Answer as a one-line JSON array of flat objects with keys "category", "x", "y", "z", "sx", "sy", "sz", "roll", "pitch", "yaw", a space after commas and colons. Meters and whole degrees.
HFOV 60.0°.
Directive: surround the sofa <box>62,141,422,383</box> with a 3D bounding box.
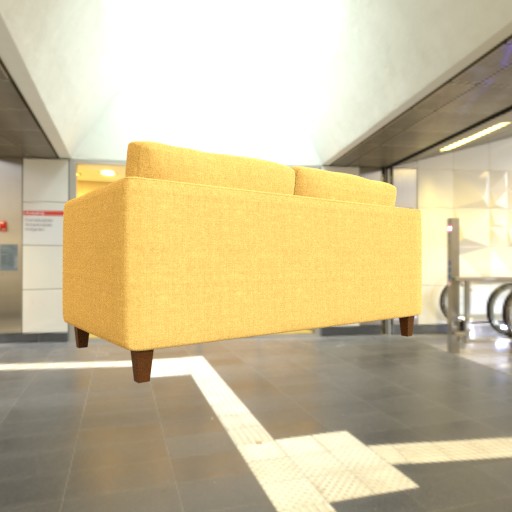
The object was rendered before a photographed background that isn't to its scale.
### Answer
[{"category": "sofa", "x": 0.000, "y": 0.000, "z": 2.519, "sx": 1.884, "sy": 0.963, "sz": 0.950, "roll": 0, "pitch": -1, "yaw": -37}]
